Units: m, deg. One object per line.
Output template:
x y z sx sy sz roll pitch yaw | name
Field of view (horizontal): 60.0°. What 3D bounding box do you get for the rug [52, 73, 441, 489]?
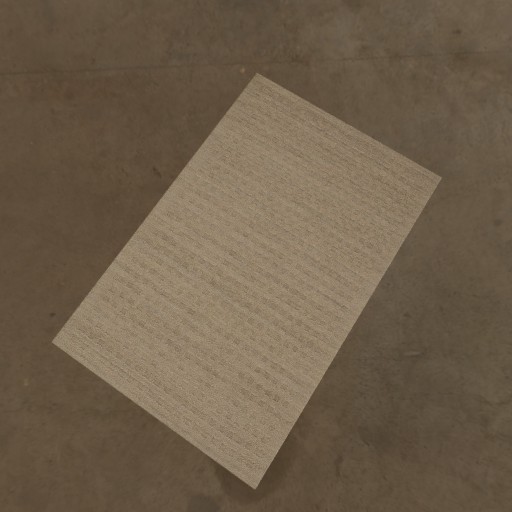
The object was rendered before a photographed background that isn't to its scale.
0.000 0.000 2.186 1.142 0.006 1.752 32 78 8 | rug
